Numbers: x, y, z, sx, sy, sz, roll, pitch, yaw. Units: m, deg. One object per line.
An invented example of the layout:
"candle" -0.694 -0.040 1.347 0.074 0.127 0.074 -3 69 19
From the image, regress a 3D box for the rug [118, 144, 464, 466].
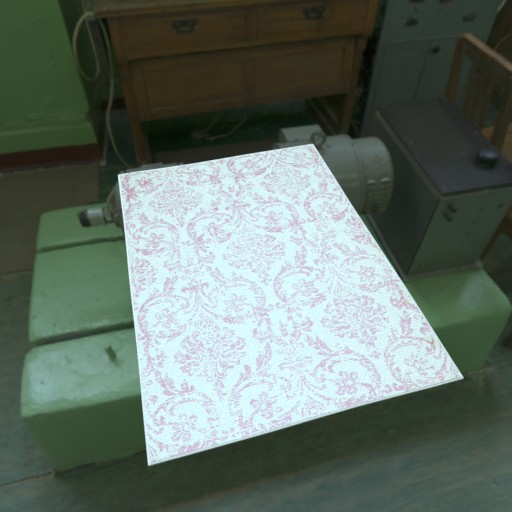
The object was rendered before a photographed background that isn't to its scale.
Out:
"rug" 0.000 0.000 2.834 1.598 0.014 2.202 -11 48 -10
